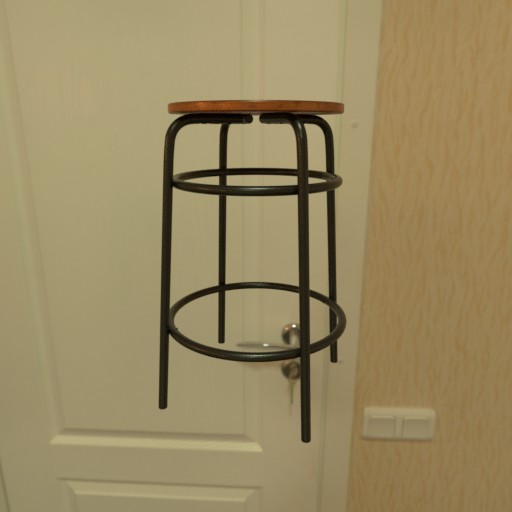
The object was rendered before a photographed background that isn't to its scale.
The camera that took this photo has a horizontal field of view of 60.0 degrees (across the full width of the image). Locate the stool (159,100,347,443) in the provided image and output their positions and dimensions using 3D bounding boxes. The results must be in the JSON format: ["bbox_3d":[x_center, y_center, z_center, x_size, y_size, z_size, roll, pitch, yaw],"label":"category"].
[{"bbox_3d":[0.000,0.000,0.941,0.455,0.610,0.455,-8,18,-25],"label":"stool"}]
